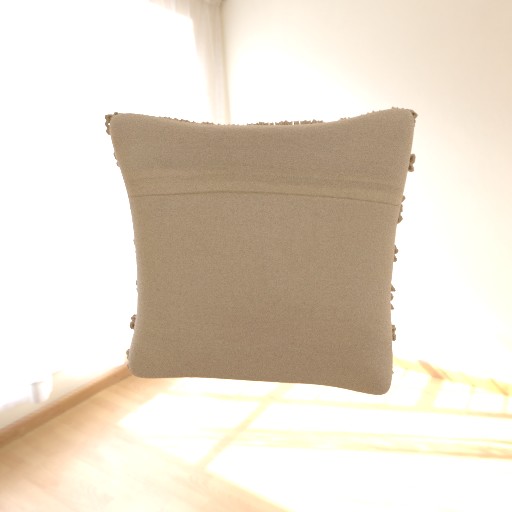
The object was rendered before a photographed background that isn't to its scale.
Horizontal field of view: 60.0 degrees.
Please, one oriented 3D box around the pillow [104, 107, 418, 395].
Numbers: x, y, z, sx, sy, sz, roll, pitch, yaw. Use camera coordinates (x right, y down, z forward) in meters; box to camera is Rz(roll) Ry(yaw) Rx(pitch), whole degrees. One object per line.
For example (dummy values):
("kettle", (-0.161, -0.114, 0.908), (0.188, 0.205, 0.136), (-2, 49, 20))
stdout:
("pillow", (0.000, 0.000, 0.669), (0.437, 0.427, 0.145), (2, 15, 7))
